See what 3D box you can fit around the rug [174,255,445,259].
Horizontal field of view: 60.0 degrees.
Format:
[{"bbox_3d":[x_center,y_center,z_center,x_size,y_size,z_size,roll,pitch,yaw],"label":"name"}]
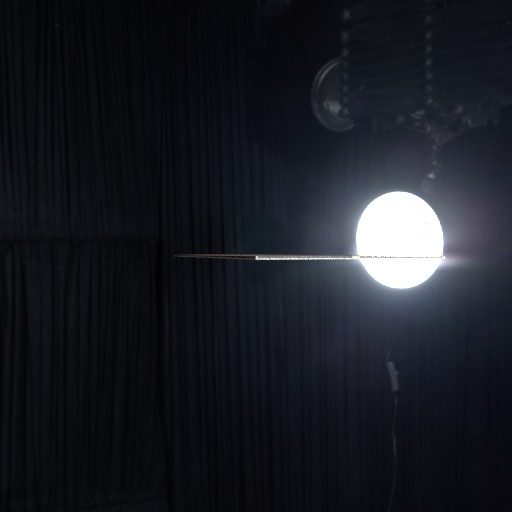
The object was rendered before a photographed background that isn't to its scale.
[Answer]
[{"bbox_3d":[0.000,0.000,2.529,0.687,0.011,2.287,0,0,-17],"label":"rug"}]
